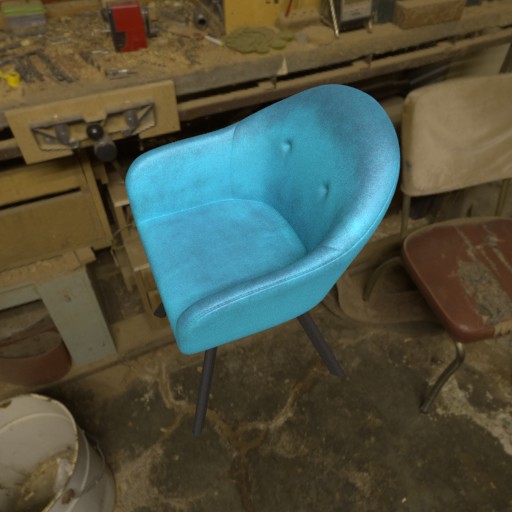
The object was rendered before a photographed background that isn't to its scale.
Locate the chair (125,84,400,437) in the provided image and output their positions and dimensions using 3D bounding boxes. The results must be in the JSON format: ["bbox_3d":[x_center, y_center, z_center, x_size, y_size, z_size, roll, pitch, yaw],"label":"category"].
[{"bbox_3d":[0.000,0.000,1.161,0.570,0.780,0.540,-17,49,-15],"label":"chair"}]
